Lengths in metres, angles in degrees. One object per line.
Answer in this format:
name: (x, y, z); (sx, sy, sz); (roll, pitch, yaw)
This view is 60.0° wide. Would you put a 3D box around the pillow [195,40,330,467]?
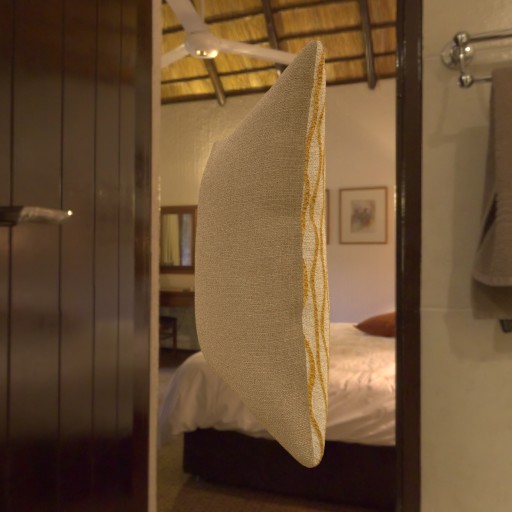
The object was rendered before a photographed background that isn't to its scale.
pillow: (0.000, 0.000, 0.645); (0.159, 0.436, 0.429); (0, -1, -19)
